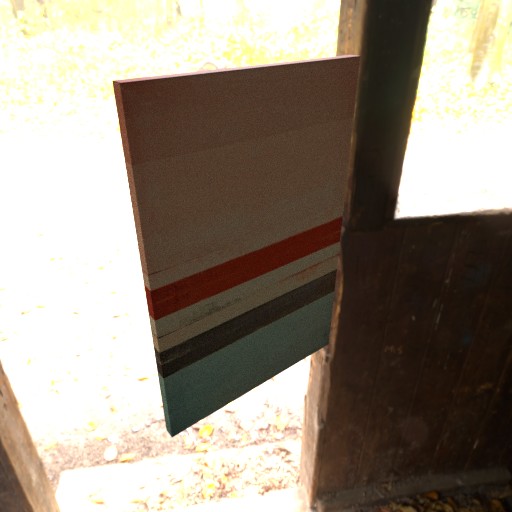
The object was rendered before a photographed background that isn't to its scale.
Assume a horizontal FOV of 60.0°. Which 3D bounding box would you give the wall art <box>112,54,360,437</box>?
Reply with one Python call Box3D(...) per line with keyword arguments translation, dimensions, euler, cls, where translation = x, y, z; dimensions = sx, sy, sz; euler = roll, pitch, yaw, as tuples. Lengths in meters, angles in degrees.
Box3D(translation=(0.000, 0.000, 1.151), dimensions=(0.610, 0.914, 0.038), euler=(-22, 37, -32), cls="wall art")
